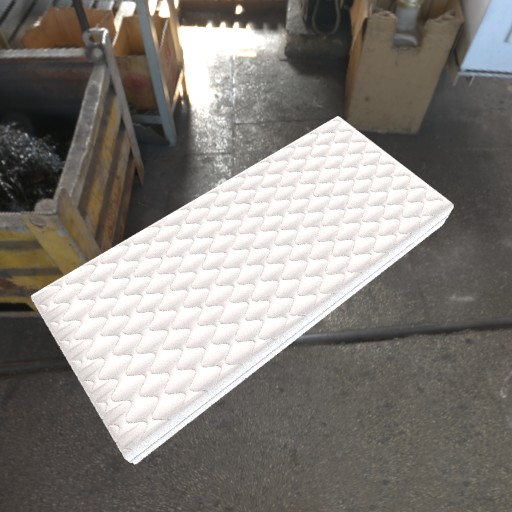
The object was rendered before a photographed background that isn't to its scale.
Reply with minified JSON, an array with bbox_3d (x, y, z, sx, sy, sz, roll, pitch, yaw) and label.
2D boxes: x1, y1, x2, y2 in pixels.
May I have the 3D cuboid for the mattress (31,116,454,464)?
[{"bbox_3d":[0.000,0.000,2.279,2.000,0.200,0.900,-34,64,-19],"label":"mattress"}]
